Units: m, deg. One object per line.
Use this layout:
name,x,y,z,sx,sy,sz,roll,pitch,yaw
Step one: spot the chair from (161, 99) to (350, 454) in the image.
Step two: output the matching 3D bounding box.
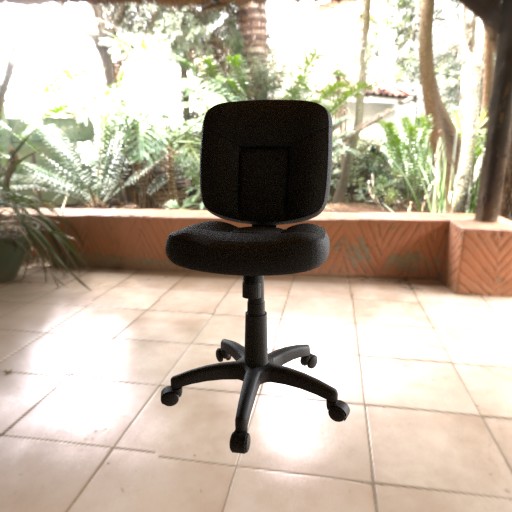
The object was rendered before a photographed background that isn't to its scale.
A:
chair,0.000,0.000,1.372,0.610,0.972,0.610,2,14,9
